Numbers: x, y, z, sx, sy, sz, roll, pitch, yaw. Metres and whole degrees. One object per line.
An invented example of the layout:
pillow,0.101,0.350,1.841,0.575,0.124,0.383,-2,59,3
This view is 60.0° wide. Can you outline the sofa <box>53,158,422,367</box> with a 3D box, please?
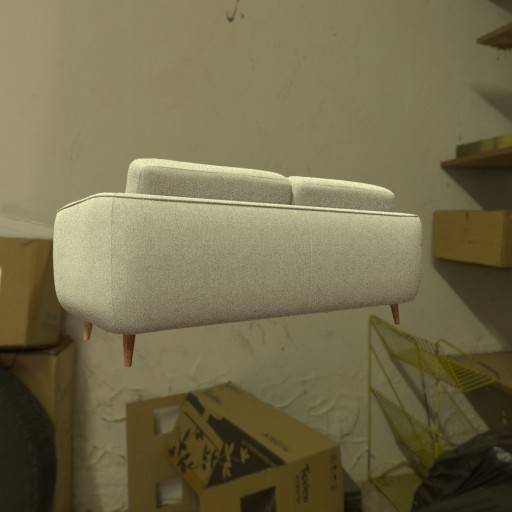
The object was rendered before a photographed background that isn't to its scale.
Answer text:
sofa,0.000,0.000,2.491,2.000,0.850,0.920,-1,1,-35
